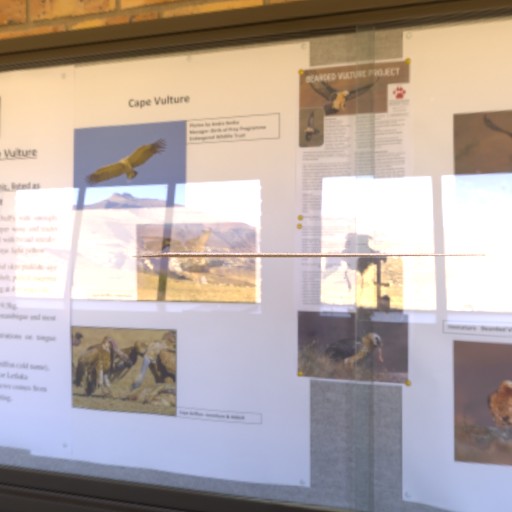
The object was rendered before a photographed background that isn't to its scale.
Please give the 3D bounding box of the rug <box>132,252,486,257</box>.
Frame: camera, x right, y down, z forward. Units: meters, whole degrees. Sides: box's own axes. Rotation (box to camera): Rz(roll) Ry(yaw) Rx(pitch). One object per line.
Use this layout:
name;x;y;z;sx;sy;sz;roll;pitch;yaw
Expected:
rug;0.000;0.000;3.045;1.529;0.009;2.446;0;0;-19
